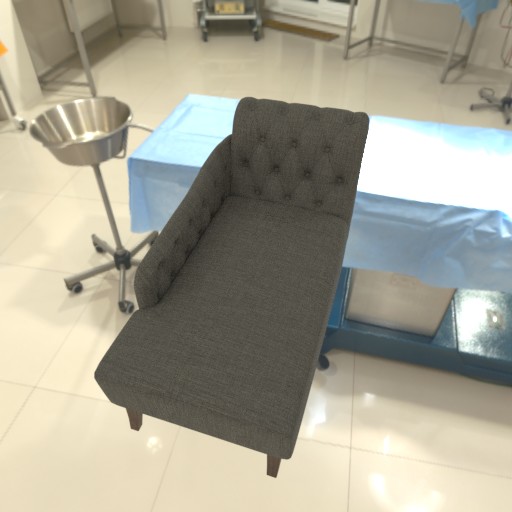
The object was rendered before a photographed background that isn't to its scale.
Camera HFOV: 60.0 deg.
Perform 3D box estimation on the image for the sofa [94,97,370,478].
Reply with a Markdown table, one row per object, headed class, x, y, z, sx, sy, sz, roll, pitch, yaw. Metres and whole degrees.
| class | x | y | z | sx | sy | sz | roll | pitch | yaw |
| --- | --- | --- | --- | --- | --- | --- | --- | --- | --- |
| sofa | 0.000 | 0.000 | 1.814 | 0.675 | 0.787 | 1.379 | 13 | 44 | 13 |
